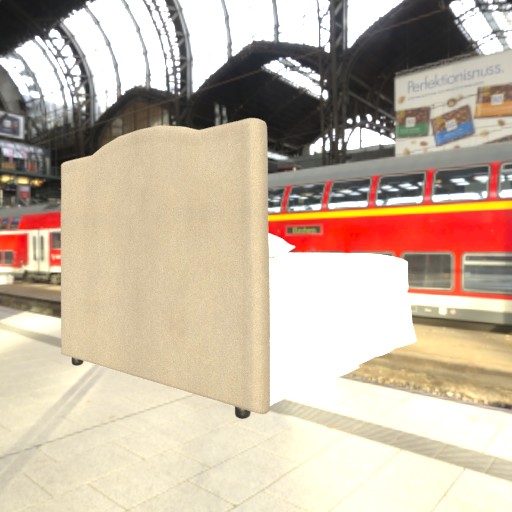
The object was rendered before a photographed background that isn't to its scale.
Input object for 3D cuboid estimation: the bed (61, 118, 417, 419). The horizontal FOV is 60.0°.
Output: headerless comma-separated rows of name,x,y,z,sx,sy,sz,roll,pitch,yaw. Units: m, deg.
bed,0.000,0.000,3.282,1.744,1.441,2.128,1,2,39
